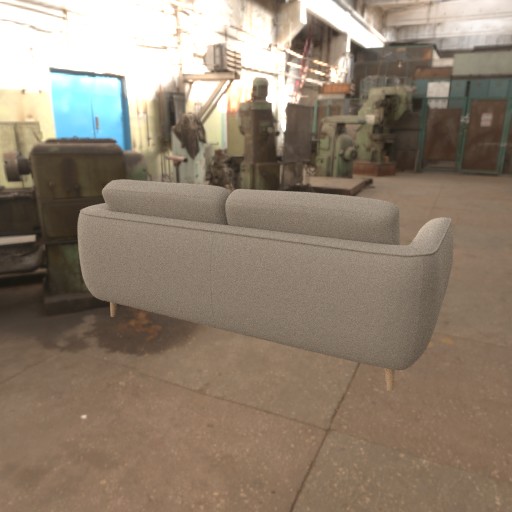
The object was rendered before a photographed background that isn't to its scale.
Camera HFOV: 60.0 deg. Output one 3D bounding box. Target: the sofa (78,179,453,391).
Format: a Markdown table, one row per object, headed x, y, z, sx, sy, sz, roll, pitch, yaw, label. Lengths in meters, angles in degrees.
| x | y | z | sx | sy | sz | roll | pitch | yaw | label |
| --- | --- | --- | --- | --- | --- | --- | --- | --- | --- |
| 0.000 | 0.000 | 2.515 | 2.000 | 0.850 | 0.920 | 9 | 19 | 27 | sofa |
